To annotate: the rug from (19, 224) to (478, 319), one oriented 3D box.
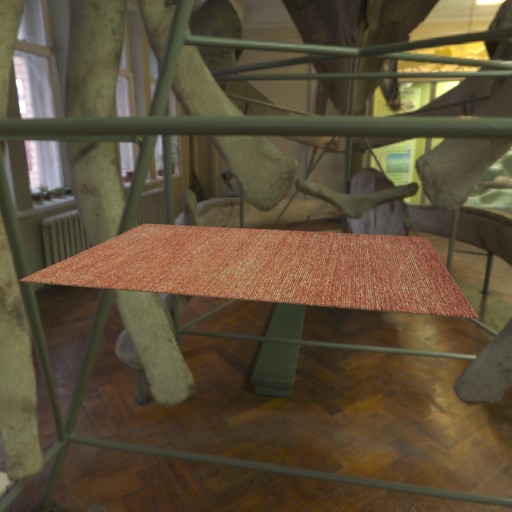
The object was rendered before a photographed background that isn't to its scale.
[{"bbox_3d":[0.000,0.000,2.168,1.747,0.011,1.139,3,17,12],"label":"rug"}]
